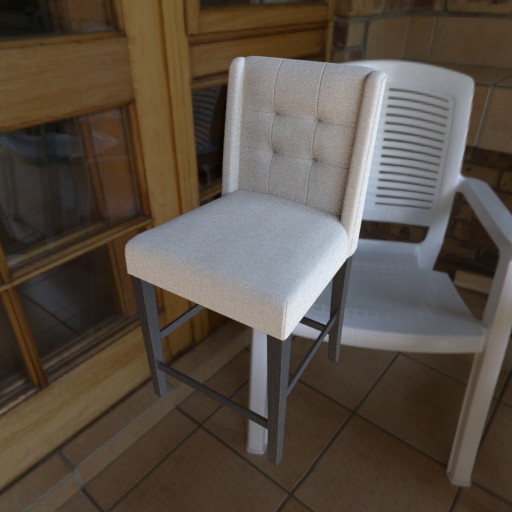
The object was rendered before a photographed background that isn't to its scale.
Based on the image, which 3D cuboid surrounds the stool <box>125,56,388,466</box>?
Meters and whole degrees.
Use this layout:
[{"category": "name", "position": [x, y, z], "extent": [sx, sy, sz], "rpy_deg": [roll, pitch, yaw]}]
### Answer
[{"category": "stool", "position": [0.000, 0.000, 1.223], "extent": [0.474, 0.939, 0.509], "rpy_deg": [19, 37, 28]}]
